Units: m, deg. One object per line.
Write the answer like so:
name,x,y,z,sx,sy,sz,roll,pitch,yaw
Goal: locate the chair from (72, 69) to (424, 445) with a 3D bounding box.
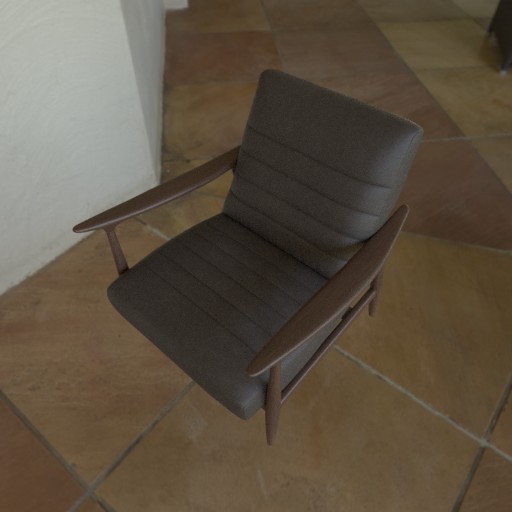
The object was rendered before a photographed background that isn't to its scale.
chair,0.000,0.000,1.429,0.741,0.831,0.798,33,56,27
